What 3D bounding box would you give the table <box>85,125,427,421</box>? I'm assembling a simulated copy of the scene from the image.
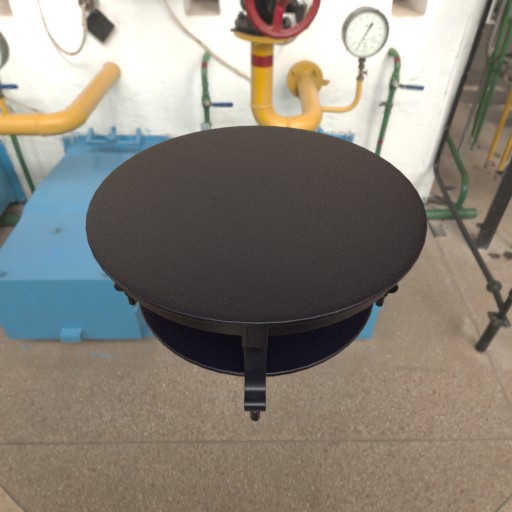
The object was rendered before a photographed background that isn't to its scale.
[{"bbox_3d":[0.000,0.000,1.541,1.029,0.491,1.029,0,41,0],"label":"table"}]
